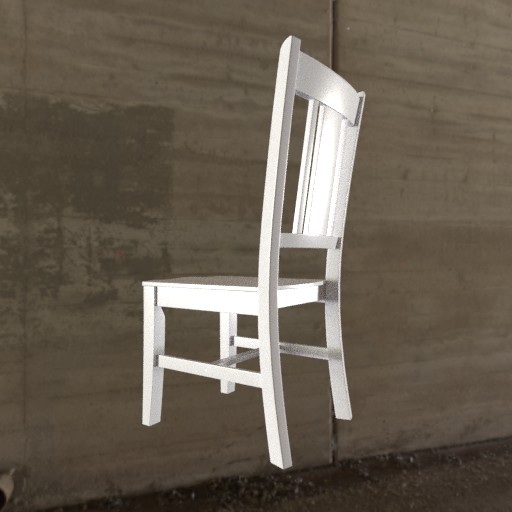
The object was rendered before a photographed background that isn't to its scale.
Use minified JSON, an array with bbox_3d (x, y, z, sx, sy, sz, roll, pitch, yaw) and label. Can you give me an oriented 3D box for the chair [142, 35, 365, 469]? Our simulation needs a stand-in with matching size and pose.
[{"bbox_3d":[0.000,0.000,1.328,0.555,0.998,0.450,0,0,35],"label":"chair"}]
